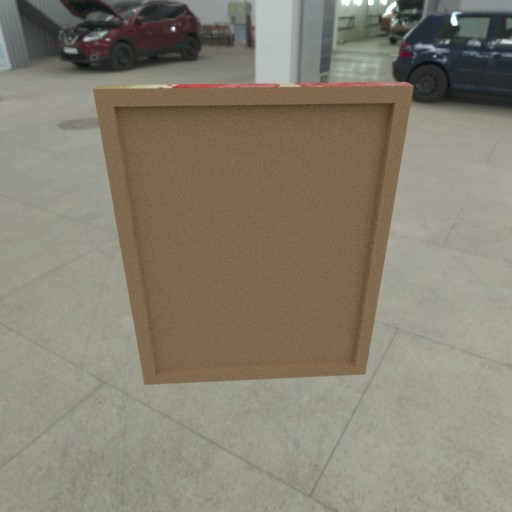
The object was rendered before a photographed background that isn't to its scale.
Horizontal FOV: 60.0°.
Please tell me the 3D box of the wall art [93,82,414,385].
[{"bbox_3d":[0.000,0.000,0.698,0.406,0.508,0.028,-2,30,-3],"label":"wall art"}]
